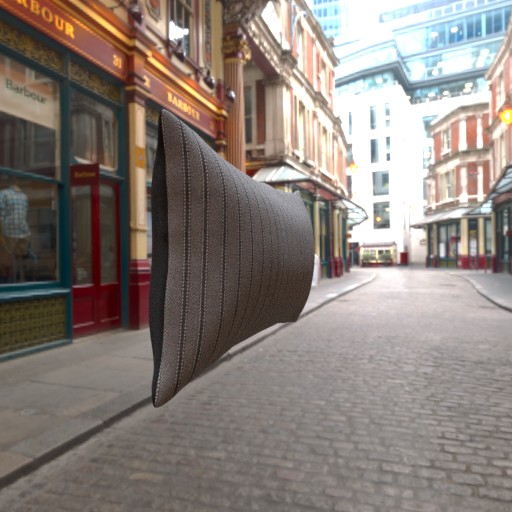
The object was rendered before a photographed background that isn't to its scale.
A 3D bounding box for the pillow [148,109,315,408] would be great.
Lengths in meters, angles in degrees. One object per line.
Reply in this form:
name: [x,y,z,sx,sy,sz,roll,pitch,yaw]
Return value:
pillow: [0.000,0.000,0.721,0.151,0.305,0.609,0,-1,18]
